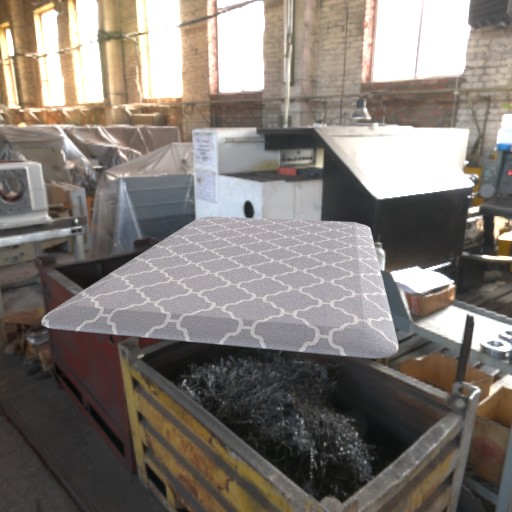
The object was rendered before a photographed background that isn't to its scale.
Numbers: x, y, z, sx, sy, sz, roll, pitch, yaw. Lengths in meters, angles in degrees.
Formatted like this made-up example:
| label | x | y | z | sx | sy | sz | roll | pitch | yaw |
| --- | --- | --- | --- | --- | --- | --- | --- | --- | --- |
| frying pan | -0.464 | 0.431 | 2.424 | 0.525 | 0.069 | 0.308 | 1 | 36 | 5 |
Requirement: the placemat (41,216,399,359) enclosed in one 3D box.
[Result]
| label | x | y | z | sx | sy | sz | roll | pitch | yaw |
| --- | --- | --- | --- | --- | --- | --- | --- | --- | --- |
| placemat | 0.000 | 0.000 | 0.940 | 0.508 | 0.021 | 0.762 | 3 | 17 | 10 |
